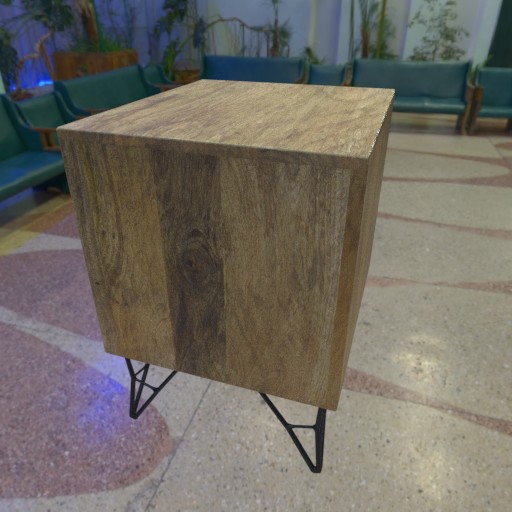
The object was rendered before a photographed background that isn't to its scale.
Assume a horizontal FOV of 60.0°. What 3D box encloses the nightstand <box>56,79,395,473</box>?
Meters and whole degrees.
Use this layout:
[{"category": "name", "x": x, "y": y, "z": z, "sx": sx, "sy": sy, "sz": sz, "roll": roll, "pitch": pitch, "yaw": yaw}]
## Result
[{"category": "nightstand", "x": 0.000, "y": 0.000, "z": 0.849, "sx": 0.406, "sy": 0.559, "sz": 0.457, "roll": 9, "pitch": 31, "yaw": 16}]
